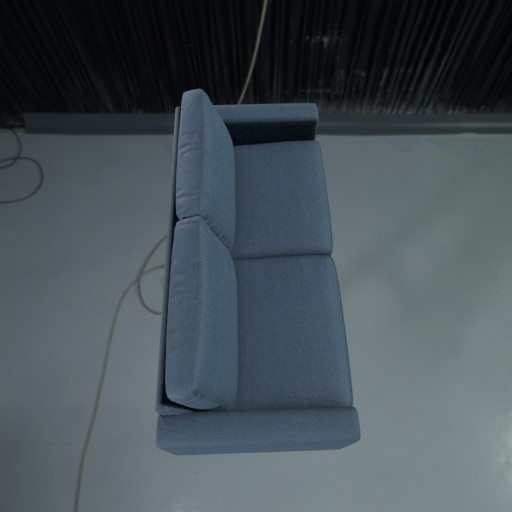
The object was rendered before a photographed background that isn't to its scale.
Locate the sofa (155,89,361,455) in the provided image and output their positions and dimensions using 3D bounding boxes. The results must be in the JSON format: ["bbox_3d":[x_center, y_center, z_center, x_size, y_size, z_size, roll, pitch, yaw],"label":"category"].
[{"bbox_3d":[0.000,0.000,2.382,0.877,0.865,1.900,-2,63,-1],"label":"sofa"}]
